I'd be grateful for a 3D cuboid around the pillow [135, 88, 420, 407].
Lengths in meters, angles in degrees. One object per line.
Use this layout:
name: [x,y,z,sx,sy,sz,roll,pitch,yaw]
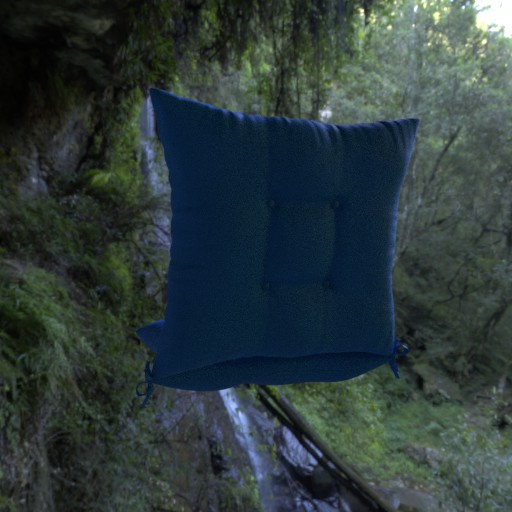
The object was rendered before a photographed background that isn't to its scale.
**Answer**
pillow: [0.000,0.000,1.002,0.541,0.536,0.585,0,2,-18]
